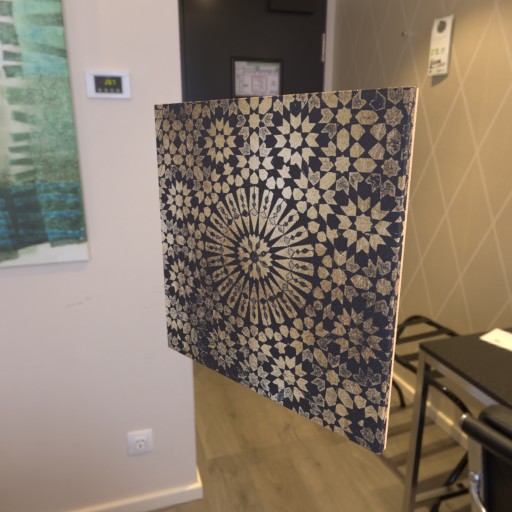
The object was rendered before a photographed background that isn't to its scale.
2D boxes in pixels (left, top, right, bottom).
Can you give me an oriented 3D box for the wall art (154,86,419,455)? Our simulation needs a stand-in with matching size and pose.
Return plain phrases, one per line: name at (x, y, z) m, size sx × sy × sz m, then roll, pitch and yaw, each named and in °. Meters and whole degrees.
wall art at (0.000, 0.000, 1.355) m, size 0.914 × 0.914 × 0.038 m, roll 14°, pitch 20°, yaw 40°
